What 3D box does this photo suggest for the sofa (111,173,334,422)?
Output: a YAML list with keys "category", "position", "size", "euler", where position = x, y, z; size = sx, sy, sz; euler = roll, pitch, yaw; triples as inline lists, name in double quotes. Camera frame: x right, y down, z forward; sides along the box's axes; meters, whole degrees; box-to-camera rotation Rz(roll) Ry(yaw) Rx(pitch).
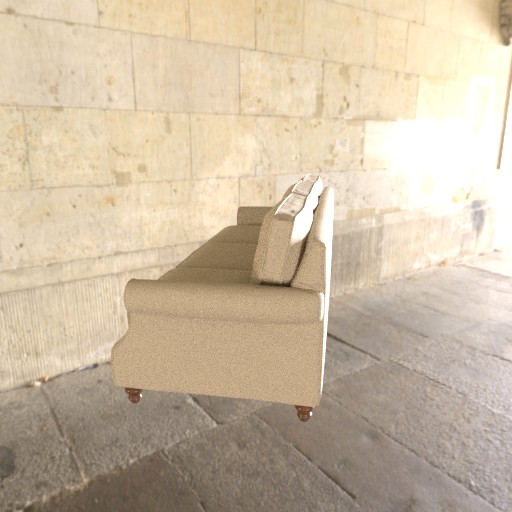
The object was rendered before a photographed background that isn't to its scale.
- category: "sofa"
  position: [0.000, 0.000, 2.905]
  size: [0.966, 0.948, 2.354]
  euler: [3, 15, 10]
